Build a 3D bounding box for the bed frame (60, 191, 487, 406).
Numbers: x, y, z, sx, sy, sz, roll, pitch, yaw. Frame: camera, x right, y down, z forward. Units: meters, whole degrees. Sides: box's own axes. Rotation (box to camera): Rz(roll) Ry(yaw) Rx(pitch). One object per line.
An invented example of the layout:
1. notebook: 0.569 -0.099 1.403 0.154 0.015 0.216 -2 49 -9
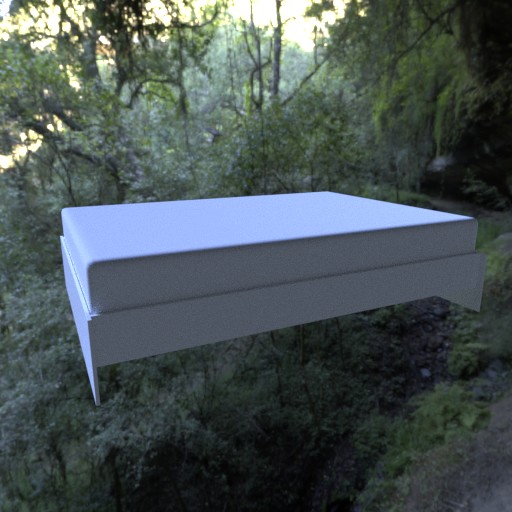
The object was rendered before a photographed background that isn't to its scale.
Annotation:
1. bed frame: 0.000 0.000 2.509 1.945 0.497 1.445 -7 17 -25
